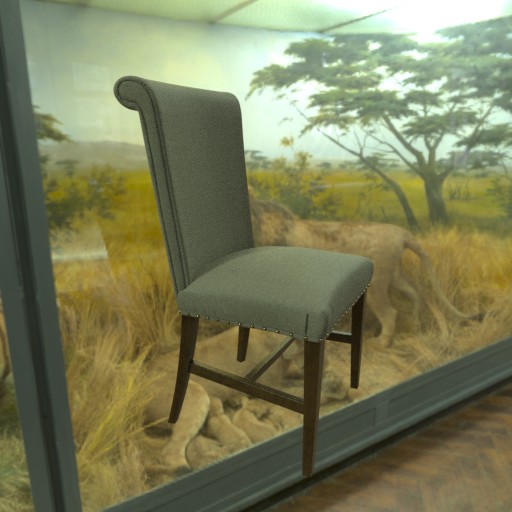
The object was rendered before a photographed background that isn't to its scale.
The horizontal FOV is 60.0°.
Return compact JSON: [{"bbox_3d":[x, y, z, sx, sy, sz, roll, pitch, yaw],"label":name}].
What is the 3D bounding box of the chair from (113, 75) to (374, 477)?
[{"bbox_3d":[0.000,0.000,1.332,0.608,0.988,0.513,7,17,26],"label":"chair"}]
